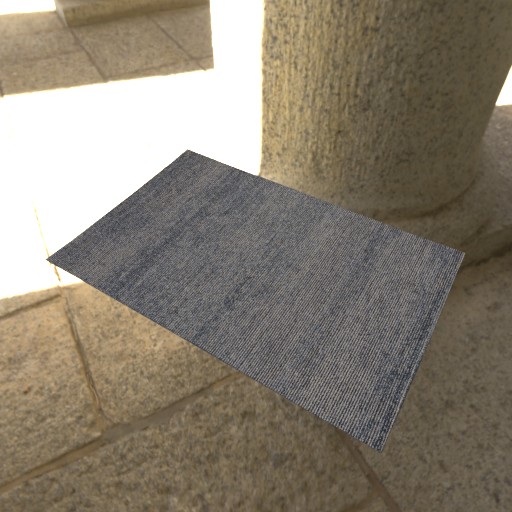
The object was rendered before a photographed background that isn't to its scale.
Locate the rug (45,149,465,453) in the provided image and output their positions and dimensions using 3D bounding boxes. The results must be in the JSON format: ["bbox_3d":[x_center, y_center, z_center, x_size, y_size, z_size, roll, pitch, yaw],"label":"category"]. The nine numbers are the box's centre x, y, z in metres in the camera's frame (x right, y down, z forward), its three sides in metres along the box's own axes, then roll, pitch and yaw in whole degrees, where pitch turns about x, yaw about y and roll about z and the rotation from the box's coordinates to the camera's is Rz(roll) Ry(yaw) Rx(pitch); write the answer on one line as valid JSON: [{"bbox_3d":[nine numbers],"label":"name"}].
[{"bbox_3d":[0.000,0.000,2.177,1.740,0.010,1.135,25,51,21],"label":"rug"}]
